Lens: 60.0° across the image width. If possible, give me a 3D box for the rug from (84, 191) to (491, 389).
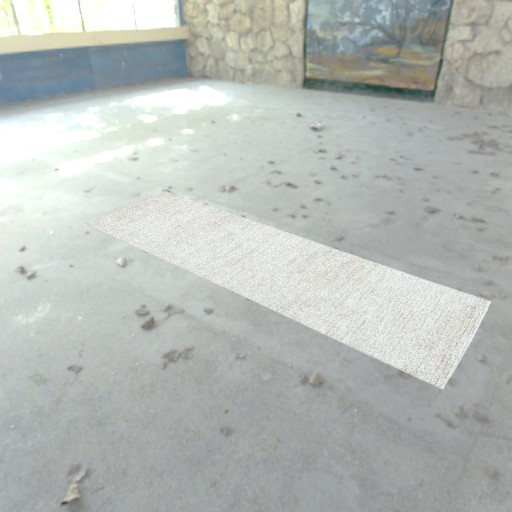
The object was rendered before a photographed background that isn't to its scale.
[{"bbox_3d":[0.000,0.000,2.525,2.346,0.013,0.712,21,36,32],"label":"rug"}]
